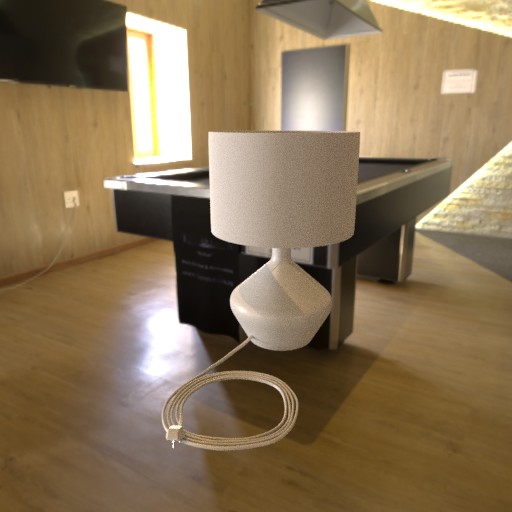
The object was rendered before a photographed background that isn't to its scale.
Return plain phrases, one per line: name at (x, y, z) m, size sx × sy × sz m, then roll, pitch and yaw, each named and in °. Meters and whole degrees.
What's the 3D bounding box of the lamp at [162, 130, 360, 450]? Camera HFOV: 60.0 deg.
lamp at (0.000, 0.000, 0.852) m, size 0.546 × 0.457 × 0.401 m, roll -15°, pitch 22°, yaw -41°
